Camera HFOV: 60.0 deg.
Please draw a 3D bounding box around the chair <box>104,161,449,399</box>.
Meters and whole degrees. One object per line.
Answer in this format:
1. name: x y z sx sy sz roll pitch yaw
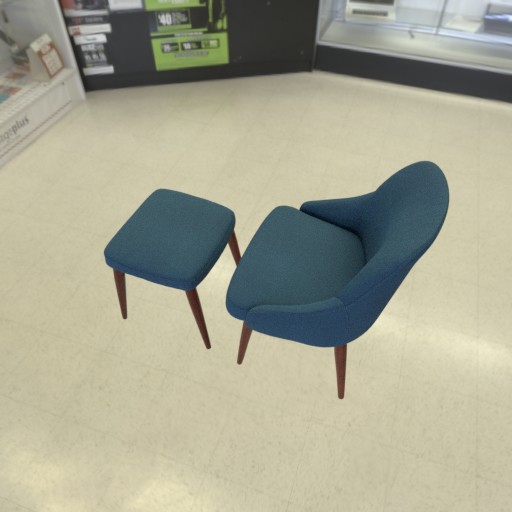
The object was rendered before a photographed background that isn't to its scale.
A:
1. chair: 0.000 0.000 1.639 1.114 0.866 0.584 16 50 14
